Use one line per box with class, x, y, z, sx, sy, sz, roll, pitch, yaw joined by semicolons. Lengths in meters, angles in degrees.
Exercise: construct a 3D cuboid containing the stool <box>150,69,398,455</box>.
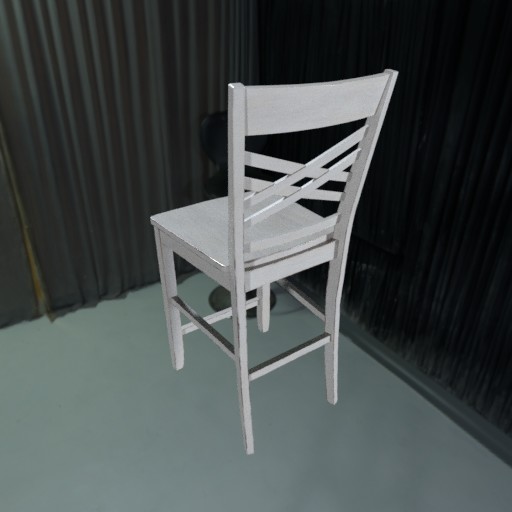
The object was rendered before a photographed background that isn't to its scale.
stool;0.000;0.000;1.365;0.462;1.079;0.539;-18;33;-30
